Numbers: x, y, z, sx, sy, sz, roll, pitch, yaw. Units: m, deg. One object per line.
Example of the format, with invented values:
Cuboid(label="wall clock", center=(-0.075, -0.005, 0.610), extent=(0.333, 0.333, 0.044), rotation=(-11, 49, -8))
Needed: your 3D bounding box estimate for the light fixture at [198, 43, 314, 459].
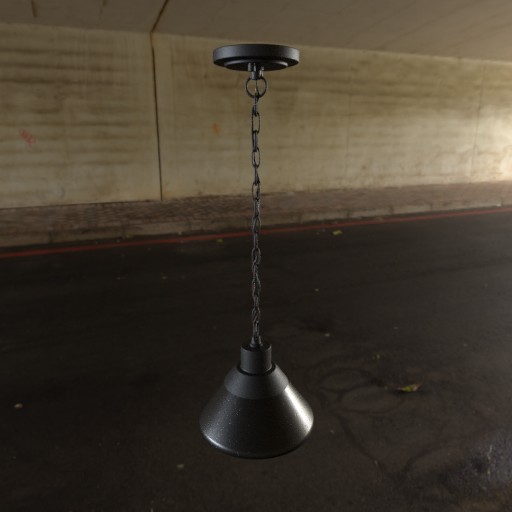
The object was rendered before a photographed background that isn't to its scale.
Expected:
Cuboid(label="light fixture", center=(0.000, 0.000, 0.694), extent=(0.201, 0.588, 0.201), rotation=(2, 15, 9))
